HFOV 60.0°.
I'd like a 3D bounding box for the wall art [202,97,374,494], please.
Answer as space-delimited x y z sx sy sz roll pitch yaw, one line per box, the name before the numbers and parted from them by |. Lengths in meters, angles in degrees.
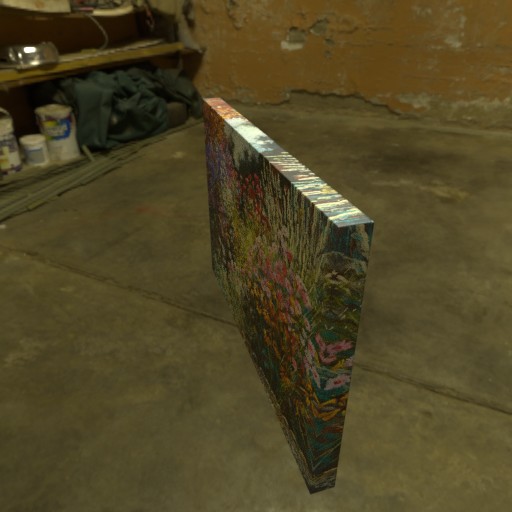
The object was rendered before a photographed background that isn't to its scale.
wall art | 0.000 0.000 0.757 0.037 0.406 0.610 -9 32 -15
